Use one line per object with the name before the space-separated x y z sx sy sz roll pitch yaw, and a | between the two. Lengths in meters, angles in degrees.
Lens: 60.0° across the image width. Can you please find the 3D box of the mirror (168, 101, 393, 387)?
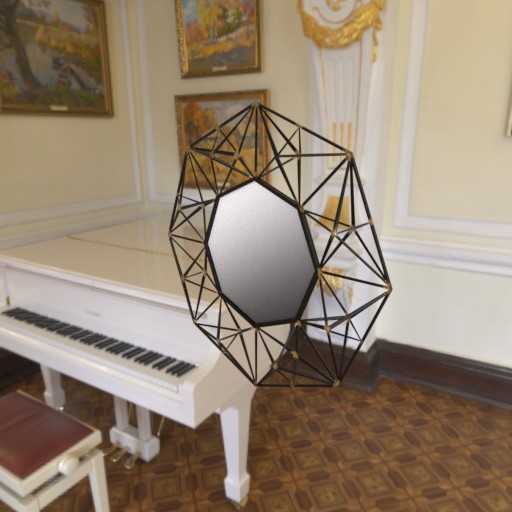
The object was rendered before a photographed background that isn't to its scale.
mirror | 0.000 0.000 1.076 0.710 0.710 0.094 14 20 42
